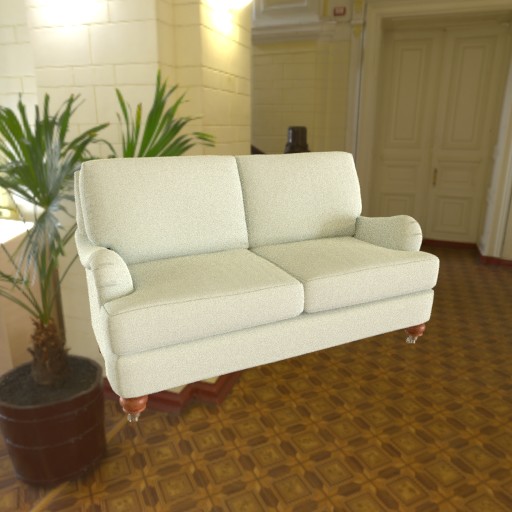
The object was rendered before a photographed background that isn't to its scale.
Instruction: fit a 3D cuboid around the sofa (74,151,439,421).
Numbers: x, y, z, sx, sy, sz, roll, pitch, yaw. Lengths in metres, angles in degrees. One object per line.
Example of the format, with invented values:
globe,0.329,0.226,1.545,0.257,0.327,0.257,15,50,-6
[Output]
sofa,0.000,0.000,2.529,1.853,1.101,1.084,-8,18,-25
